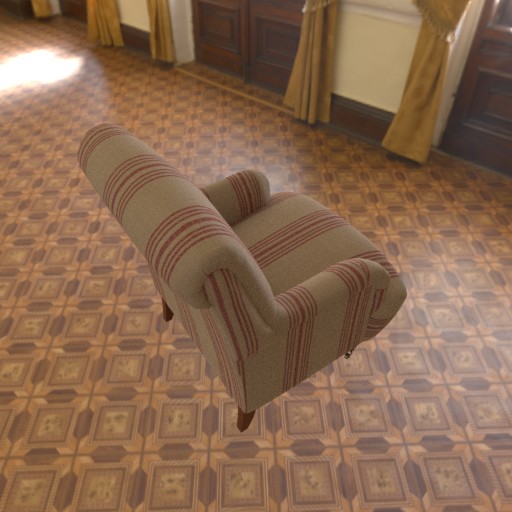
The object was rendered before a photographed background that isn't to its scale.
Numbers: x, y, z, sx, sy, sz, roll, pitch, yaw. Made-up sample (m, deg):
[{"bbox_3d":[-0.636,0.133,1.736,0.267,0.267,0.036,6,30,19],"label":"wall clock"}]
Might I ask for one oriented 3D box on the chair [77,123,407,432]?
[{"bbox_3d":[0.000,0.000,1.872,1.058,1.123,0.933,-24,48,-25],"label":"chair"}]
